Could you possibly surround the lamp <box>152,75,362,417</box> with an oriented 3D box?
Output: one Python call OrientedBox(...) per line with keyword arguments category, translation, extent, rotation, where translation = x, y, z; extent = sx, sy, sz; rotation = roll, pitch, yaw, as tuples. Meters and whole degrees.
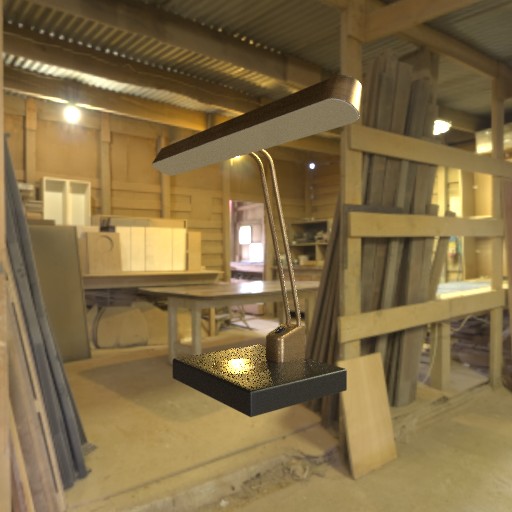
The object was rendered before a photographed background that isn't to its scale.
OrientedBox(category="lamp", translation=(0.000, 0.000, 0.596), extent=(0.156, 0.345, 0.412), rotation=(0, 1, -37))
